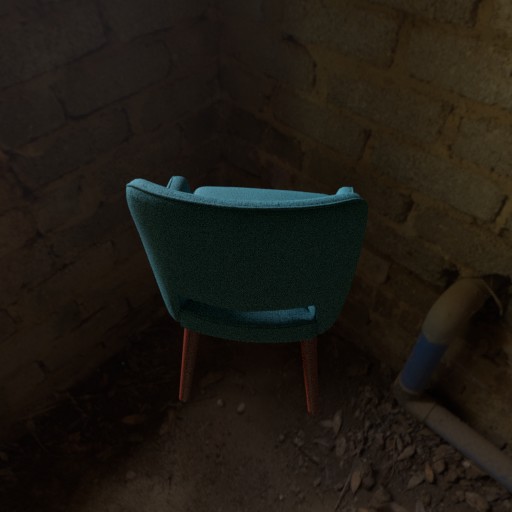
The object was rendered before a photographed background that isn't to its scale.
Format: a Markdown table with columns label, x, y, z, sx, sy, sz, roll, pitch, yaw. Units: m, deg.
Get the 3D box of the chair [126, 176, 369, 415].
| label | x | y | z | sx | sy | sz | roll | pitch | yaw |
| --- | --- | --- | --- | --- | --- | --- | --- | --- | --- |
| chair | 0.000 | 0.000 | 1.238 | 0.548 | 0.849 | 0.605 | 4 | 47 | 4 |
